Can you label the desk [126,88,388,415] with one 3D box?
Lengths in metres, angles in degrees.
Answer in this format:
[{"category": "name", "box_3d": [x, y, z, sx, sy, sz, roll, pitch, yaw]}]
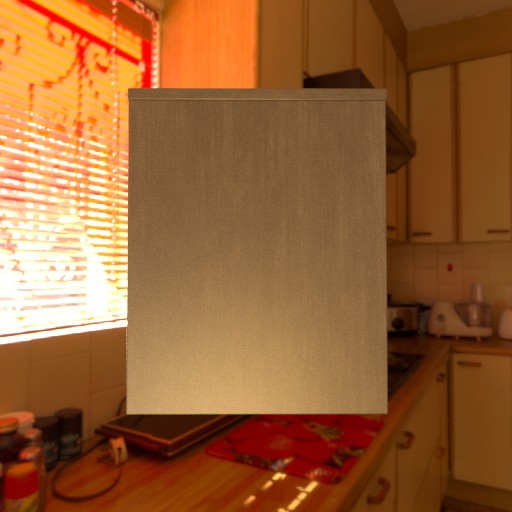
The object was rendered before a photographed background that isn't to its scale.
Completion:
[{"category": "desk", "box_3d": [0.000, 0.000, 1.565, 0.600, 0.750, 1.100, 0, -1, 0]}]
